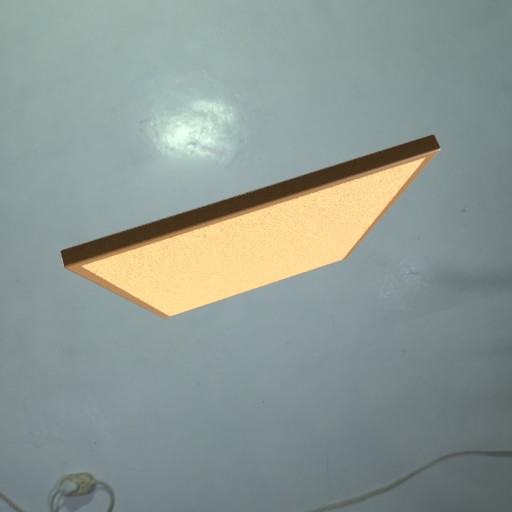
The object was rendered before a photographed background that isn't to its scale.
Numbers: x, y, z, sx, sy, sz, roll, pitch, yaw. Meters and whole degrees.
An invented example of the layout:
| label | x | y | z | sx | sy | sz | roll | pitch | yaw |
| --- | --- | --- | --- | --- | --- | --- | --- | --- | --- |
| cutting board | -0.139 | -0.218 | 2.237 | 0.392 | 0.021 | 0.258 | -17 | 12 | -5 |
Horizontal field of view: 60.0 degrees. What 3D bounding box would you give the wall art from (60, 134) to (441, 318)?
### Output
| label | x | y | z | sx | sy | sz | roll | pitch | yaw |
| --- | --- | --- | --- | --- | --- | --- | --- | --- | --- |
| wall art | 0.000 | 0.000 | 0.530 | 0.310 | 0.379 | 0.015 | -18 | 77 | -4 |
